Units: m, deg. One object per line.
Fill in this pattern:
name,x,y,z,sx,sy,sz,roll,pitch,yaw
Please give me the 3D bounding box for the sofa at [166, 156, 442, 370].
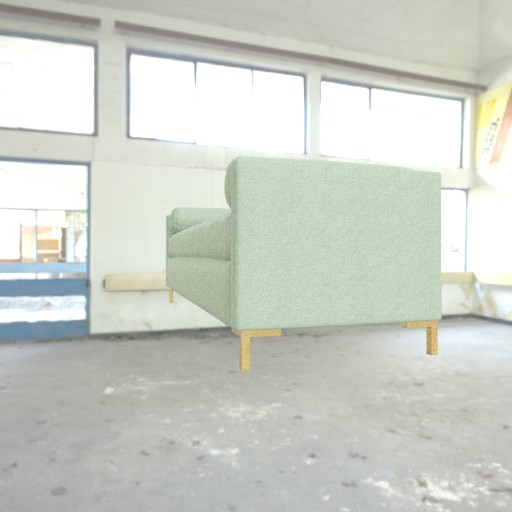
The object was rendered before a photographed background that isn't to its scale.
sofa,0.000,0.000,2.462,0.796,0.705,2.102,0,0,-17
